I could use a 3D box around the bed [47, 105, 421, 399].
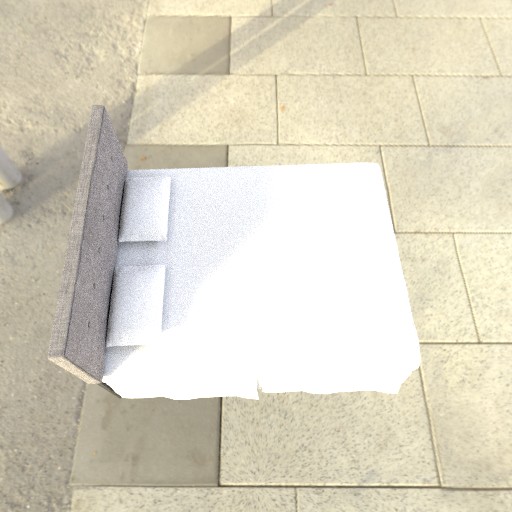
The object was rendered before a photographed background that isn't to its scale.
[{"bbox_3d":[0.000,0.000,2.905,1.958,1.168,1.621,-2,63,-1],"label":"bed"}]
